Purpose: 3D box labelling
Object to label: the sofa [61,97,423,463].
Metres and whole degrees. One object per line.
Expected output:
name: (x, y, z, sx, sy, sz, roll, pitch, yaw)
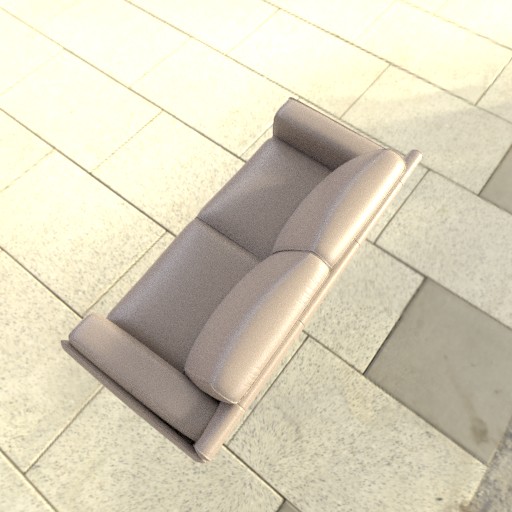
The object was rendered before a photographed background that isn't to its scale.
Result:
sofa: (0.000, 0.000, 2.572, 1.049, 0.930, 2.101, 33, 68, 15)
